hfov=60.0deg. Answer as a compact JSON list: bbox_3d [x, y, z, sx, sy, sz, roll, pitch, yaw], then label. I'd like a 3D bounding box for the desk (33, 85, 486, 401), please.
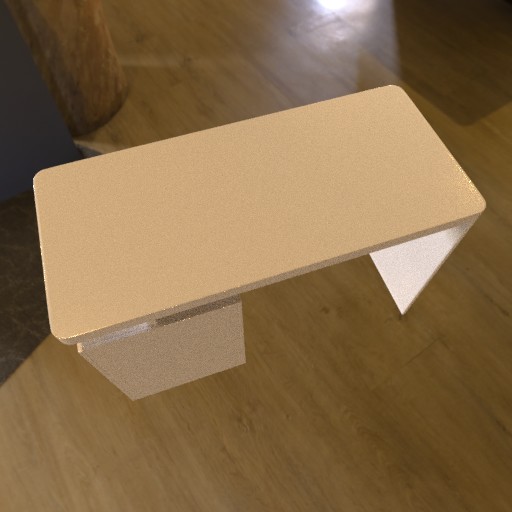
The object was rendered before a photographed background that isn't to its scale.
[{"bbox_3d":[0.000,0.000,1.595,1.200,0.760,0.550,-17,62,-9],"label":"desk"}]
